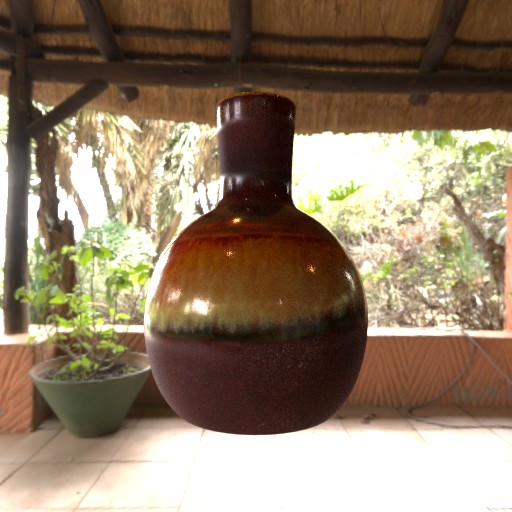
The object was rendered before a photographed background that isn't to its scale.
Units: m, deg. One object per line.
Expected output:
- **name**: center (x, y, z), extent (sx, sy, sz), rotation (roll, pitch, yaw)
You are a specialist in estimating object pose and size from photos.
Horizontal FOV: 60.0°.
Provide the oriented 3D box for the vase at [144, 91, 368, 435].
- **vase**: center (0.000, 0.000, 0.226), extent (0.111, 0.154, 0.111), rotation (0, -2, 0)
